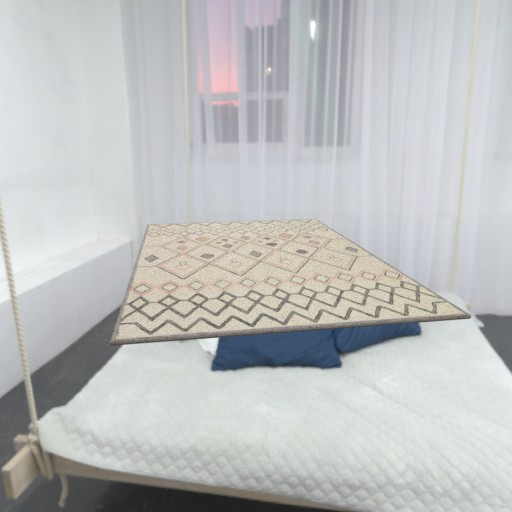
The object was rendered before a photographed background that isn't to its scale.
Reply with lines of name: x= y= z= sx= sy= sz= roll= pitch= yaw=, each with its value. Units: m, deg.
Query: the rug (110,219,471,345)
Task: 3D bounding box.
rug: x=0.000 y=0.000 z=2.317 sx=1.219 sy=0.016 sz=1.829 roll=-3 pitch=16 yaw=-9
